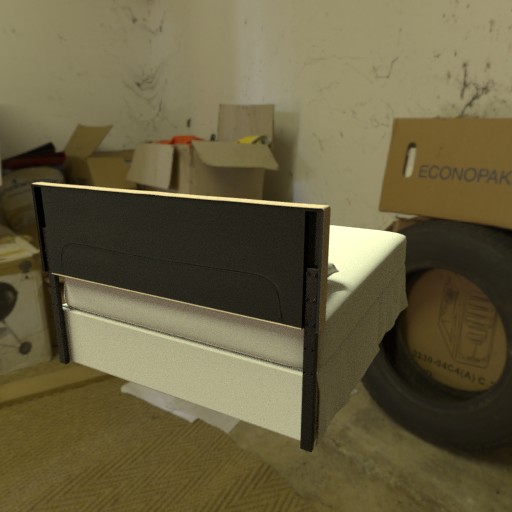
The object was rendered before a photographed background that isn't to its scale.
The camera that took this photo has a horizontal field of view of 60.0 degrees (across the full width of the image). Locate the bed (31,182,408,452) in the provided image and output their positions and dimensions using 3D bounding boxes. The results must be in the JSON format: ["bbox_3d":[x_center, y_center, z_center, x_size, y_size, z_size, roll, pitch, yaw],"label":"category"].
[{"bbox_3d":[0.000,0.000,2.808,1.616,1.016,1.876,8,18,28],"label":"bed"}]
